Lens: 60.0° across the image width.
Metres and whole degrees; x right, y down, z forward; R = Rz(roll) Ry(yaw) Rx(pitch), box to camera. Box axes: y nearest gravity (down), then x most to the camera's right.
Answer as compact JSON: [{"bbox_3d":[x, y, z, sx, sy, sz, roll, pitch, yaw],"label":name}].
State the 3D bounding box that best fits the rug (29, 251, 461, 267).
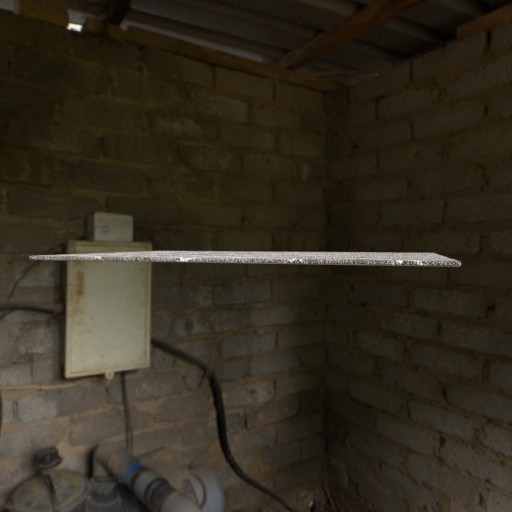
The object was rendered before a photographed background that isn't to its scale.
[{"bbox_3d":[0.000,0.000,3.487,2.743,0.030,1.778,1,2,18],"label":"rug"}]
